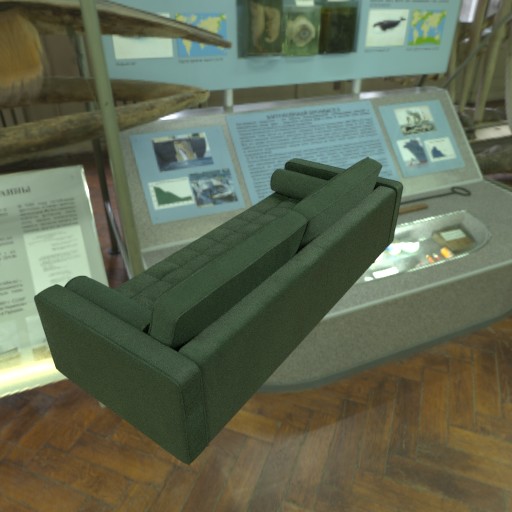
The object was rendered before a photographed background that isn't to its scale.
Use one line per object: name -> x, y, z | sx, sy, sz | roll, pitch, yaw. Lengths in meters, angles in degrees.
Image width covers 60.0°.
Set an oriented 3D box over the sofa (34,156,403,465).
sofa -> 0.000, 0.000, 2.586 | 0.918, 0.769, 2.199 | 21, 37, 30
